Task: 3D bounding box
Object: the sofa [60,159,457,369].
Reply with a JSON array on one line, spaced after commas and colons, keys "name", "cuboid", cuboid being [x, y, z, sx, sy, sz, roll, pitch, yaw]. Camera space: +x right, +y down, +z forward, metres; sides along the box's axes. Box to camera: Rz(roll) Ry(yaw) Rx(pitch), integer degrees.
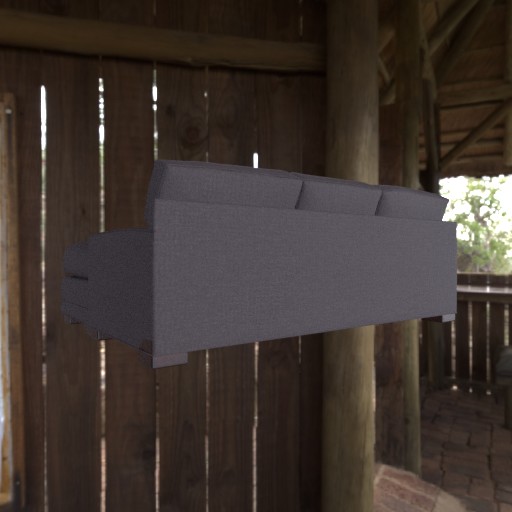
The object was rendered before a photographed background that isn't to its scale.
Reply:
[{"name": "sofa", "cuboid": [0.000, 0.000, 3.274, 2.370, 0.973, 1.790, 0, 0, -36]}]
